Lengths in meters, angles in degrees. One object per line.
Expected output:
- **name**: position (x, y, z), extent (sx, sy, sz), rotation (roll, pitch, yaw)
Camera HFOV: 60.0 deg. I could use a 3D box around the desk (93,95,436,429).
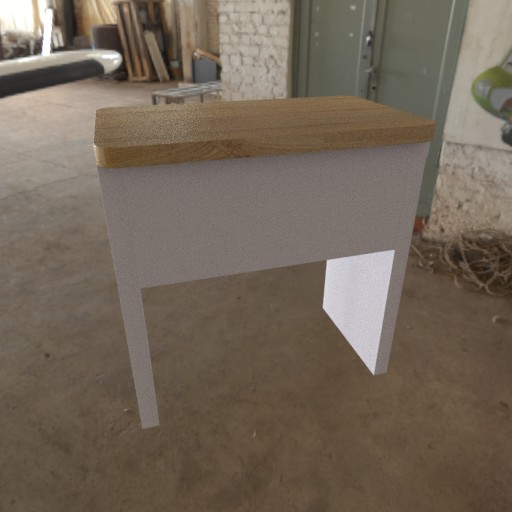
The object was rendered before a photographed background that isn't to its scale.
- **desk**: position (0.000, 0.000, 1.282), extent (0.760, 0.790, 0.440), rotation (-8, 29, -15)
